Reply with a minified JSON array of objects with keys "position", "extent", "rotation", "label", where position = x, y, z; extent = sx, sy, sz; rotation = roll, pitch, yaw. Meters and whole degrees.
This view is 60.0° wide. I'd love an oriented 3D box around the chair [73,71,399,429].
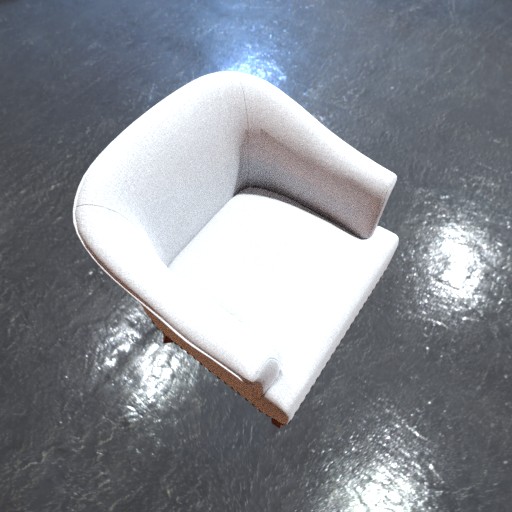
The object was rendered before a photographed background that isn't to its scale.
[{"position":[0.000,0.000,1.409],"extent":[0.704,0.815,0.798],"rotation":[30,62,18],"label":"chair"}]
